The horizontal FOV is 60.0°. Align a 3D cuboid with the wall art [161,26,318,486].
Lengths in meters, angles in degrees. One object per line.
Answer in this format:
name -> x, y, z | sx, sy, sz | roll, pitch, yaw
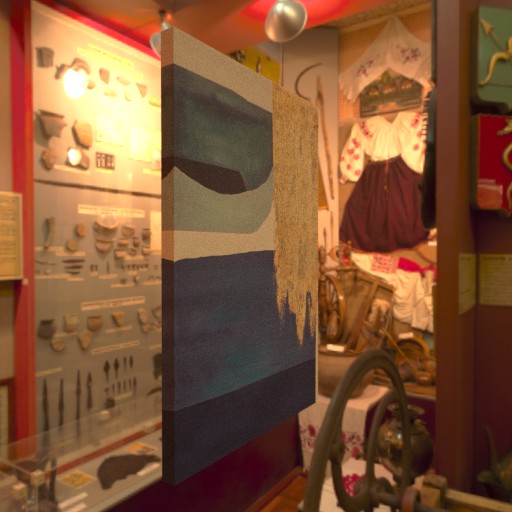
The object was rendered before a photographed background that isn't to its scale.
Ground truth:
wall art -> 0.000, 0.000, 1.135 | 0.039, 0.911, 0.607 | 1, 1, 35
